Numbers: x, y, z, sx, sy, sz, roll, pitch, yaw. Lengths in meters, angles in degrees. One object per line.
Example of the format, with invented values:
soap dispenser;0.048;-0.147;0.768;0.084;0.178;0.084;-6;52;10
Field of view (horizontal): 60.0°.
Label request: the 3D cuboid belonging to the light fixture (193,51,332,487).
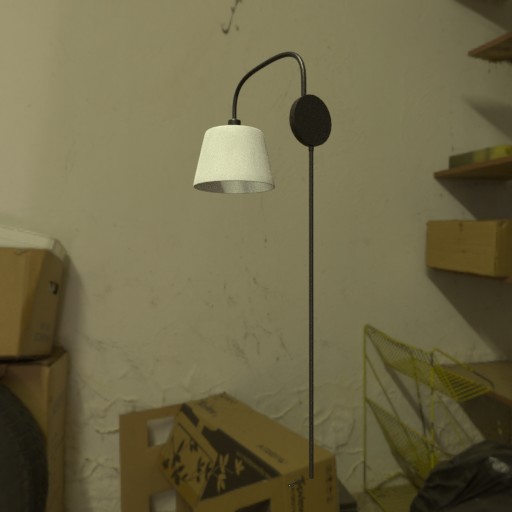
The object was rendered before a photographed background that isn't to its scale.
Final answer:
light fixture;0.000;0.000;0.467;0.092;0.399;0.176;0;0;-36
